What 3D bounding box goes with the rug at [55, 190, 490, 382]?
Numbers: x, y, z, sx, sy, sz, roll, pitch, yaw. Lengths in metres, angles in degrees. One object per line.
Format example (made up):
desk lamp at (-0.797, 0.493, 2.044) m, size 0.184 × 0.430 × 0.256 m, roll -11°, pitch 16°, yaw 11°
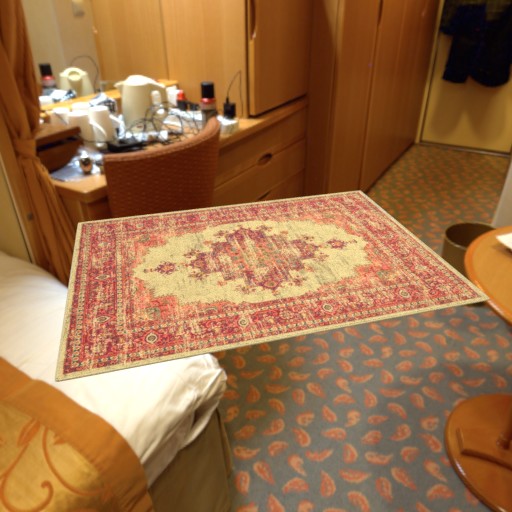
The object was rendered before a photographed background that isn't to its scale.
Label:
rug at (0.000, 0.000, 3.615) m, size 2.878 × 0.014 × 2.005 m, roll -8°, pitch 32°, yaw -13°
